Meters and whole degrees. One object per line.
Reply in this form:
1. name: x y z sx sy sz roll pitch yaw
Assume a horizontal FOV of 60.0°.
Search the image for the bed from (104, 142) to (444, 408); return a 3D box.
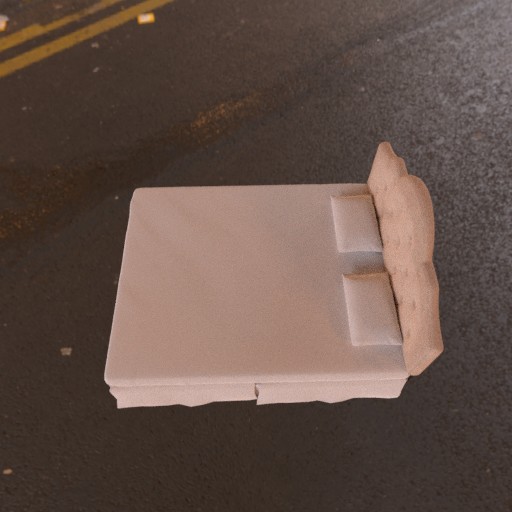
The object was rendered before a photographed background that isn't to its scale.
1. bed: 0.000 0.000 2.977 1.970 1.194 1.667 -1 58 -1
